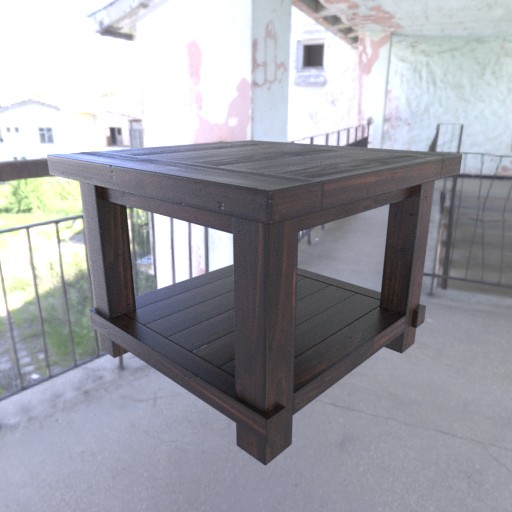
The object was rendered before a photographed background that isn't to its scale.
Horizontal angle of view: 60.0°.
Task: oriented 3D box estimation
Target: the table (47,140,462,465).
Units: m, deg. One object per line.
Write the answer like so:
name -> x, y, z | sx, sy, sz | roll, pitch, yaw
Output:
table -> 0.000, 0.000, 0.970 | 0.606, 0.437, 0.593 | 17, 25, 41
